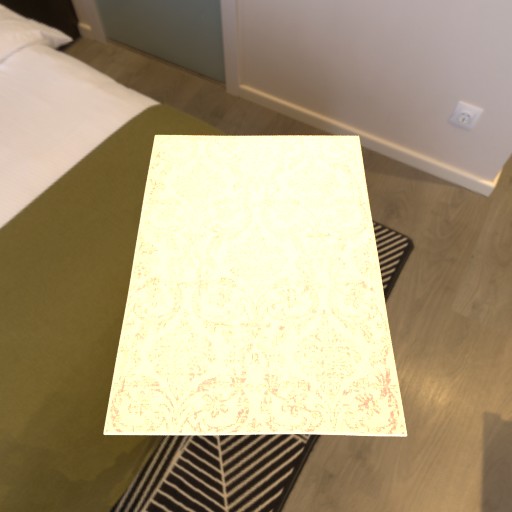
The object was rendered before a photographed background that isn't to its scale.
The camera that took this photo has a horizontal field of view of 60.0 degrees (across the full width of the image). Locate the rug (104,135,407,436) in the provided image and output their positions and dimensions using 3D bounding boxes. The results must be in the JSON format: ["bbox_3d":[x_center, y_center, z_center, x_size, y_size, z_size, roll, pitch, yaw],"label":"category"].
[{"bbox_3d":[0.000,0.000,2.897,1.598,0.014,2.202,0,59,0],"label":"rug"}]
